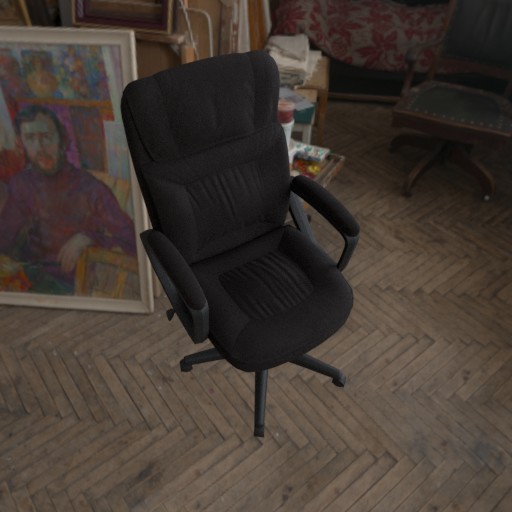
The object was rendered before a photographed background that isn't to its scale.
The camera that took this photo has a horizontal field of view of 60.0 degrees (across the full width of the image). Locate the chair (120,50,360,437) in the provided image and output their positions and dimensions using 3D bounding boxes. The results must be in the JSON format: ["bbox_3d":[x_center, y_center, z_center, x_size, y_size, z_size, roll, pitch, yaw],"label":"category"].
[{"bbox_3d":[0.000,0.000,1.513,0.667,1.105,0.724,-24,51,-21],"label":"chair"}]
